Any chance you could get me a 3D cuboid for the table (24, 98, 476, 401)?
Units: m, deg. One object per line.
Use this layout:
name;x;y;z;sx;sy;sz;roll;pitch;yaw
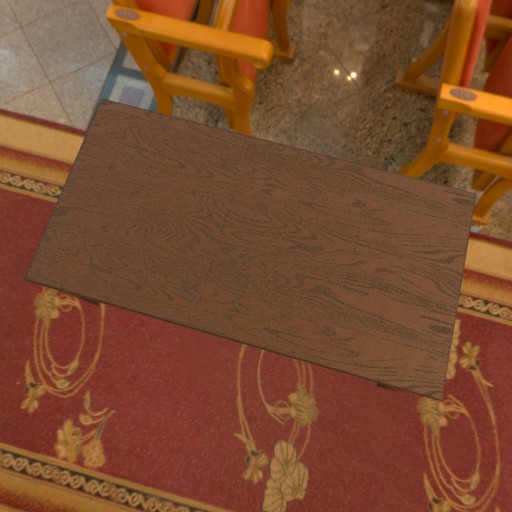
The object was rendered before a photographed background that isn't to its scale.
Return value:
table;0.000;0.000;2.501;1.981;0.762;1.016;15;75;4
